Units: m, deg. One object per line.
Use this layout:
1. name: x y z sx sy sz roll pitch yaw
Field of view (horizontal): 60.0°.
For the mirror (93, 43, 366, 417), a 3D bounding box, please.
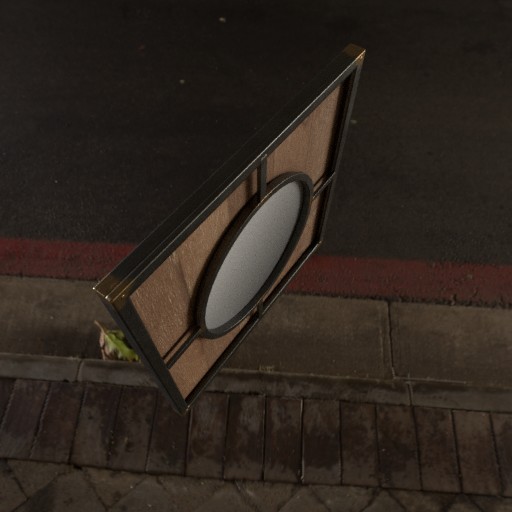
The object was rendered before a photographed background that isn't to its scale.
1. mirror: 0.000 0.000 0.568 0.020 0.381 0.382 32 63 18
